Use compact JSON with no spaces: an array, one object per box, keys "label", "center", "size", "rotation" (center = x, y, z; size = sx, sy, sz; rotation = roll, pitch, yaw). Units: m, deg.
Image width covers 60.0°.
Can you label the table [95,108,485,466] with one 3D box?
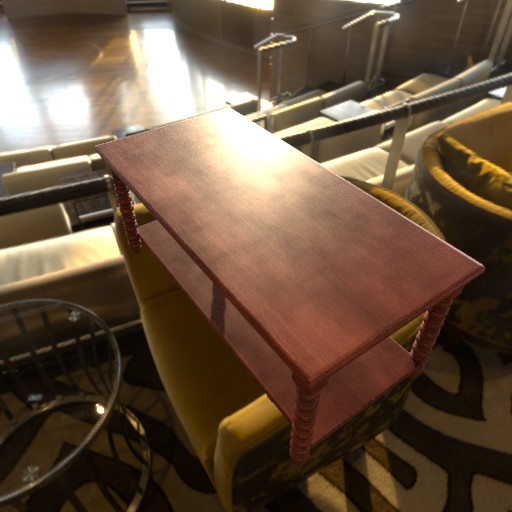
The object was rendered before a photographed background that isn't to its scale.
[{"label":"table","center":[0.000,0.000,1.487],"size":[0.580,0.485,1.171],"rotation":[-25,47,-26]}]
